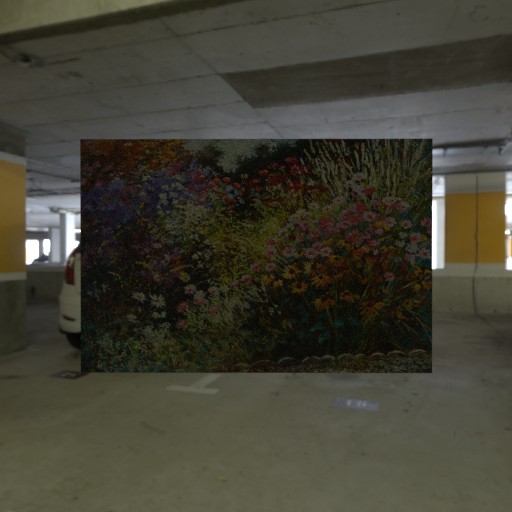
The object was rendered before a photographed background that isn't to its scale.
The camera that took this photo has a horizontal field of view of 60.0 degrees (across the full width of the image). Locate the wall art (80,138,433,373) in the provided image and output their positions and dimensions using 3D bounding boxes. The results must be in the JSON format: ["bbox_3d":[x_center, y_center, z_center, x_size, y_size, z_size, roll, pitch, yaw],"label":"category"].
[{"bbox_3d":[0.000,0.000,1.163,0.908,0.604,0.037,0,0,0],"label":"wall art"}]
